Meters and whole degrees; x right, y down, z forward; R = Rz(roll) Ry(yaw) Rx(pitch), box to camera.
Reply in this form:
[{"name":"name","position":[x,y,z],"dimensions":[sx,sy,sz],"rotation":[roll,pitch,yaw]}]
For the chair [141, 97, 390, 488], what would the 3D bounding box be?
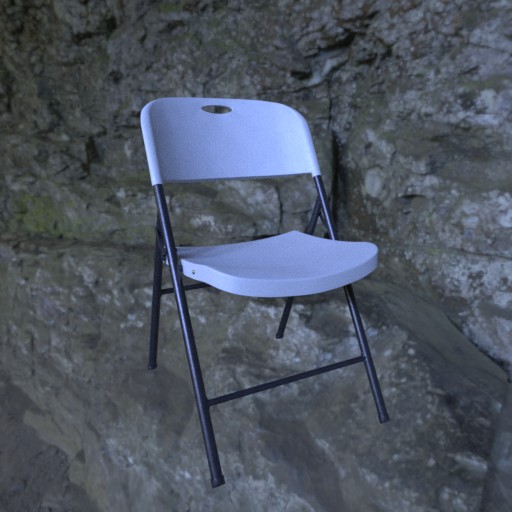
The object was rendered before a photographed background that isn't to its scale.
[{"name":"chair","position":[0.000,0.000,1.161],"dimensions":[0.494,0.810,0.566],"rotation":[-8,18,-26]}]
